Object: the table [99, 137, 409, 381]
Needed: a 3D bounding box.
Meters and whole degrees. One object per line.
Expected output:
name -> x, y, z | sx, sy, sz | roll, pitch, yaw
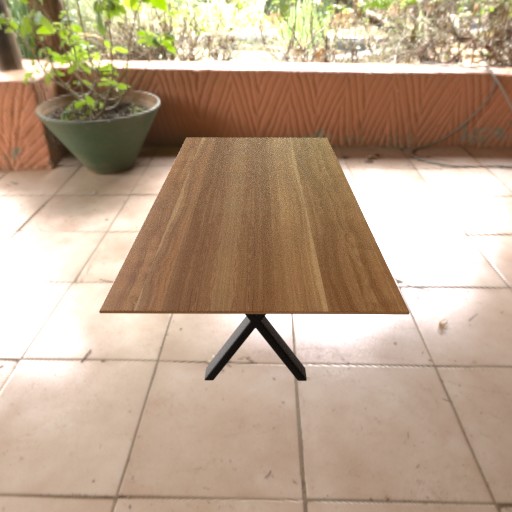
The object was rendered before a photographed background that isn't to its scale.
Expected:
table -> 0.000, 0.000, 2.482 | 1.000, 0.770, 2.000 | 0, 31, 0
